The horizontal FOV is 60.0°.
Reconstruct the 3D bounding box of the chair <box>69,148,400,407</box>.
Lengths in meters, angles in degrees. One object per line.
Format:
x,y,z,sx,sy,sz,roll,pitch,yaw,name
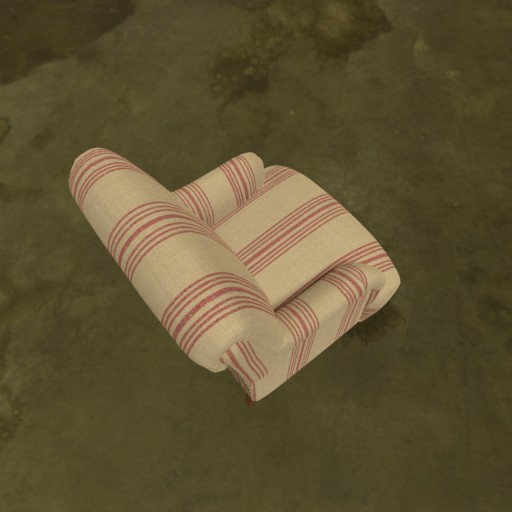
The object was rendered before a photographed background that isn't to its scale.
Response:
0.000,0.000,1.914,1.058,1.123,0.933,-33,63,-19,chair
